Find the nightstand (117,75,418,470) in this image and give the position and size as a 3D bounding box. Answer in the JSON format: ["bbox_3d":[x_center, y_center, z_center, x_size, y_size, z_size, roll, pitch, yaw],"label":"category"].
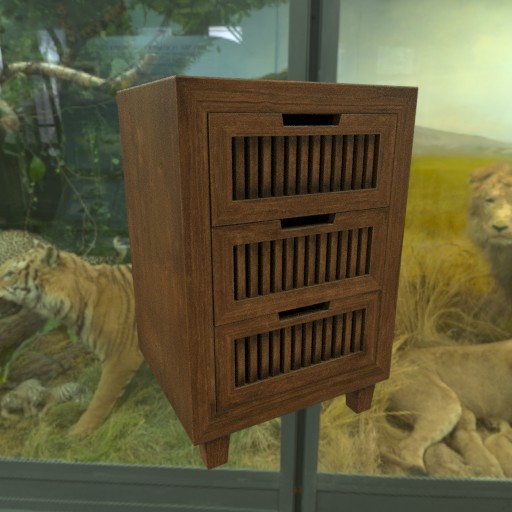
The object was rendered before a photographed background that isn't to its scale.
[{"bbox_3d":[0.000,0.000,0.986,0.465,0.695,0.410,-9,19,-27],"label":"nightstand"}]
